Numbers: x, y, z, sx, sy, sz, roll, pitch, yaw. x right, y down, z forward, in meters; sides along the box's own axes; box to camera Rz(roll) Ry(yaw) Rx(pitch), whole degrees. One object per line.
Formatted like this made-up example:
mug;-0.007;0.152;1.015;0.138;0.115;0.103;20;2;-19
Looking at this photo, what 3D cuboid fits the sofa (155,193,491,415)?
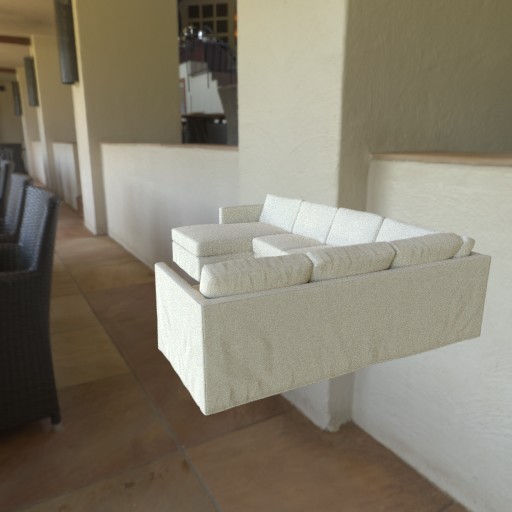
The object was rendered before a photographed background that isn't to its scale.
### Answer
sofa;0.000;0.000;4.494;2.448;0.882;3.464;-7;16;-26
